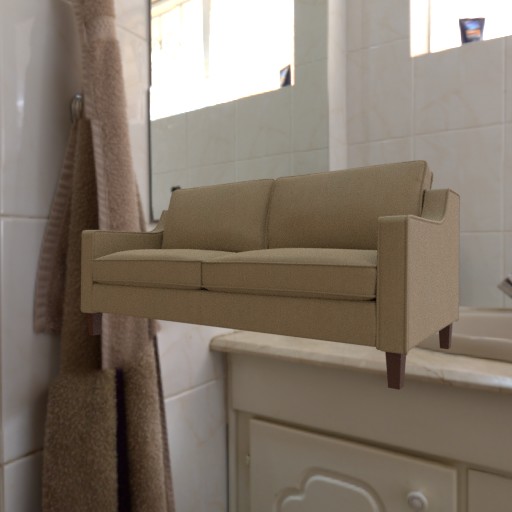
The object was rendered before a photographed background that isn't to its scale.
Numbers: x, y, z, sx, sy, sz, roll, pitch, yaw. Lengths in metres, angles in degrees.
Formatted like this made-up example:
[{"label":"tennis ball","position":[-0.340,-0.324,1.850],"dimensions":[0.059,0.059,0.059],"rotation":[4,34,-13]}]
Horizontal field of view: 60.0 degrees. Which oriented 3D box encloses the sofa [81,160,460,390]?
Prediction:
[{"label":"sofa","position":[0.000,0.000,2.784],"dimensions":[2.178,1.071,1.066],"rotation":[0,1,35]}]
